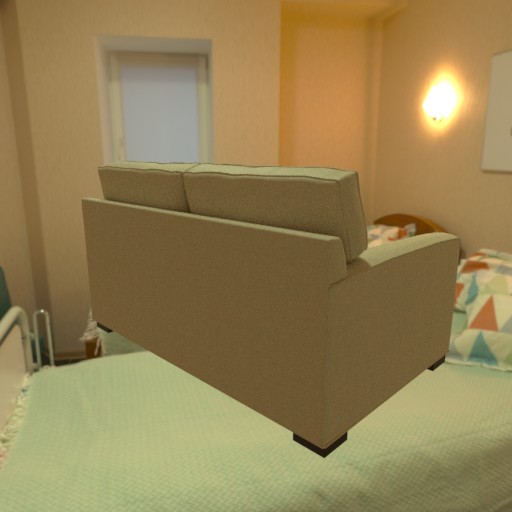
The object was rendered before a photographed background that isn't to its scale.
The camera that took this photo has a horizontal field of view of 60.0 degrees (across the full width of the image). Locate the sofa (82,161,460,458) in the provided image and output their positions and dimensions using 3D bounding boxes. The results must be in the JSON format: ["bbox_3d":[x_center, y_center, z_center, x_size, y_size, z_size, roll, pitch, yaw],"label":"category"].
[{"bbox_3d":[0.000,0.000,2.036,1.484,0.853,0.942,13,18,43],"label":"sofa"}]
